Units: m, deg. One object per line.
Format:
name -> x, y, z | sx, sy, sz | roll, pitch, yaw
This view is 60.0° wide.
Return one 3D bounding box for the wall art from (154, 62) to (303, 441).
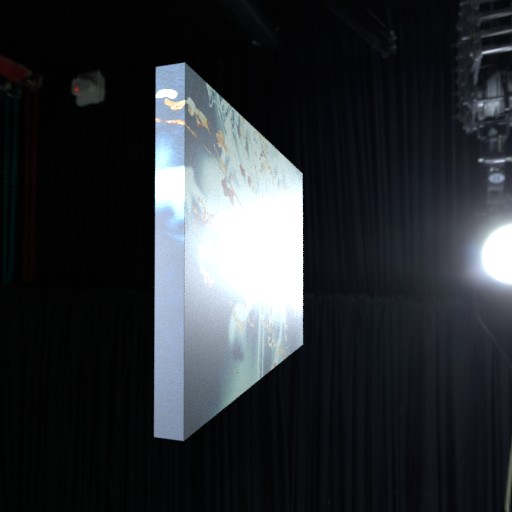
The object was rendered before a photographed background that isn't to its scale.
wall art -> 0.000, 0.000, 0.769 | 0.036, 0.405, 0.607 | 0, -1, 18
